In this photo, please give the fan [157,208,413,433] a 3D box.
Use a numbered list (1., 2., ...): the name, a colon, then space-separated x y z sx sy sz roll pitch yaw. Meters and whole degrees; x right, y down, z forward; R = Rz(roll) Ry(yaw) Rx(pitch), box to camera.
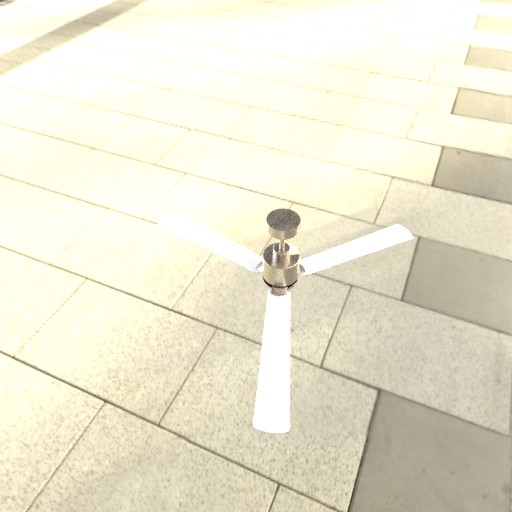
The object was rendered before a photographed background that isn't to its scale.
1. fan: 0.000 0.000 2.342 1.531 0.446 1.561 16 48 15
